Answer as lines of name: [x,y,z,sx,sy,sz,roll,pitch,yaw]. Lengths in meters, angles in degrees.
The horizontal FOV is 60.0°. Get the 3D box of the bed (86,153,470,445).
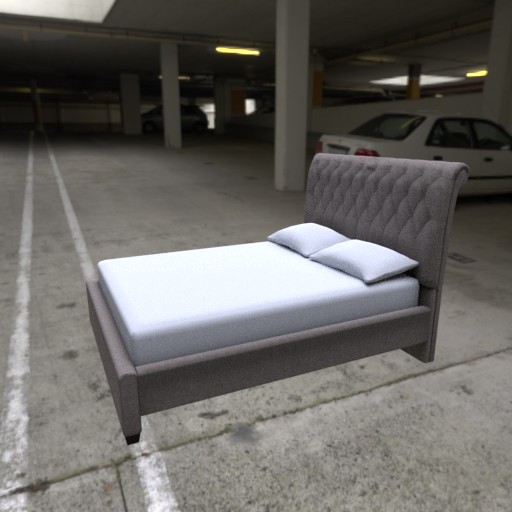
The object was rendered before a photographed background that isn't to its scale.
bed: [0.000,0.000,3.240,2.252,1.371,1.645,-7,17,-25]
